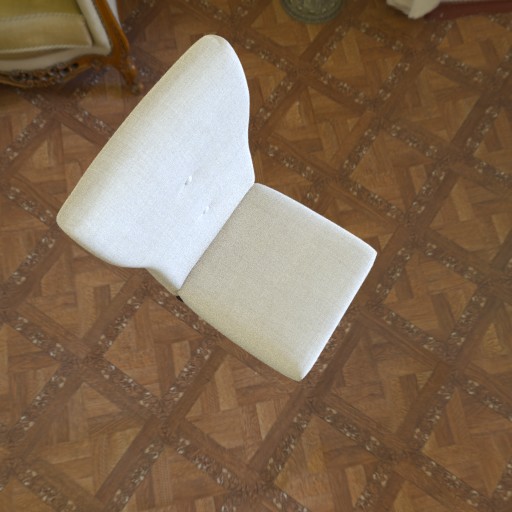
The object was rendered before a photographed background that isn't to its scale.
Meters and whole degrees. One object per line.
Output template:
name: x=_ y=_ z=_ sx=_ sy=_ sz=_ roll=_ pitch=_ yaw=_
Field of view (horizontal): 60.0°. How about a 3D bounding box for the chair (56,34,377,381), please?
chair: x=0.000 y=0.000 z=1.256 sx=0.597 sy=0.921 sz=0.509 roll=32 pitch=78 yaw=8
